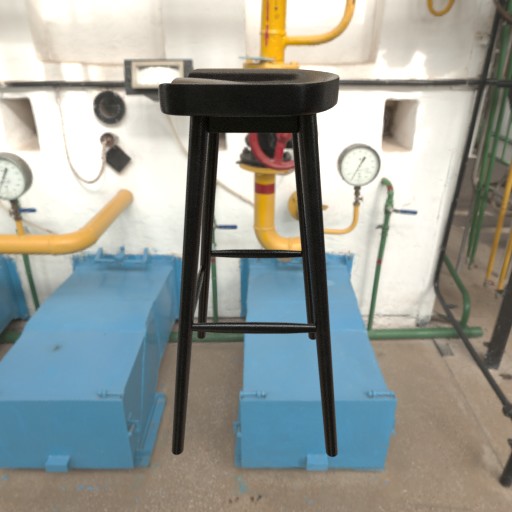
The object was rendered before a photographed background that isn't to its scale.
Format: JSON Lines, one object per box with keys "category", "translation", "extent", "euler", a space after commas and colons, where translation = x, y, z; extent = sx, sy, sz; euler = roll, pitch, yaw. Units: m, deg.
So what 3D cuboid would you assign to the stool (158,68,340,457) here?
{"category": "stool", "translation": [0.000, 0.000, 0.986], "extent": [0.361, 0.749, 0.440], "euler": [0, 26, 1]}
